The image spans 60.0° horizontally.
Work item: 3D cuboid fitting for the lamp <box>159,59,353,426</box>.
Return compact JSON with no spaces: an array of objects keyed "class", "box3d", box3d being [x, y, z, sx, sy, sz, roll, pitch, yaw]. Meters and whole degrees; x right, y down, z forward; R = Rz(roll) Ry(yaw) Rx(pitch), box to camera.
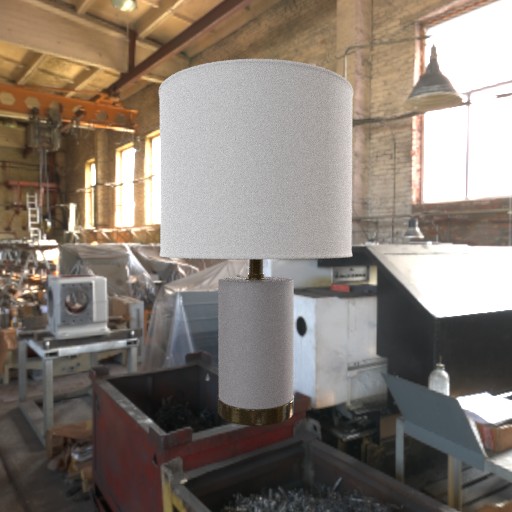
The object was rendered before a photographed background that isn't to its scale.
[{"class":"lamp","box3d":[0.000,0.000,0.539,0.229,0.380,0.229,0,2,0]}]
